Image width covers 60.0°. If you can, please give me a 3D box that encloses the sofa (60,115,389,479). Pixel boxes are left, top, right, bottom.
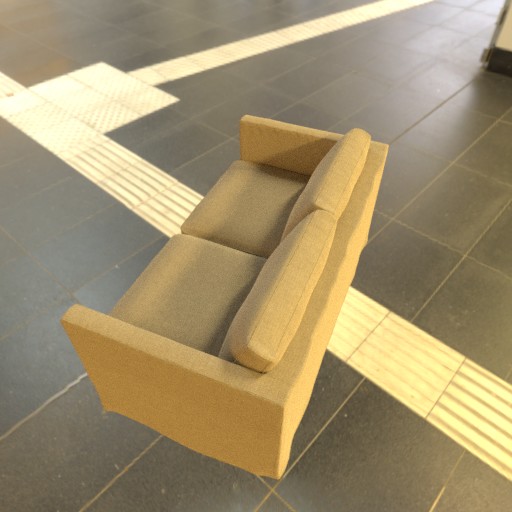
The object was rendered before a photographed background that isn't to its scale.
[{"bbox_3d":[0.000,0.000,2.312,0.956,0.828,1.766,17,48,16],"label":"sofa"}]
